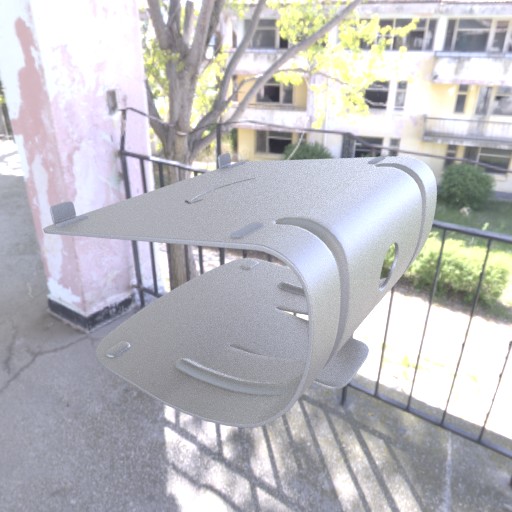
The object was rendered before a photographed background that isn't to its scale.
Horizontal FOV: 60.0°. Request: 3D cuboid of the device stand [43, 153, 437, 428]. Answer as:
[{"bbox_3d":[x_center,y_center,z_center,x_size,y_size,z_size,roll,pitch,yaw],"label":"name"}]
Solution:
[{"bbox_3d":[0.000,0.000,0.393,0.236,0.155,0.256,17,31,31],"label":"device stand"}]
